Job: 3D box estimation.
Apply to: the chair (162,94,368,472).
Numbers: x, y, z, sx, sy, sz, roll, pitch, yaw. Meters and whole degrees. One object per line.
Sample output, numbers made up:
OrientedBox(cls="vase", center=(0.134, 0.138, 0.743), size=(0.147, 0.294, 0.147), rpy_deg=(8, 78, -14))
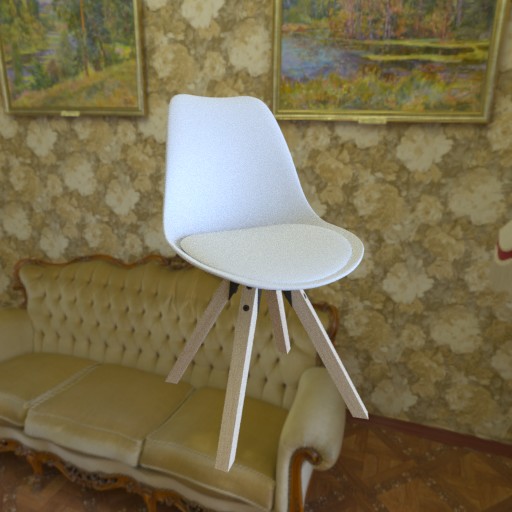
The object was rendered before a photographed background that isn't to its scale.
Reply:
OrientedBox(cls="chair", center=(0.000, 0.000, 1.205), size=(0.485, 0.850, 0.550), rpy_deg=(-8, 19, -26))
